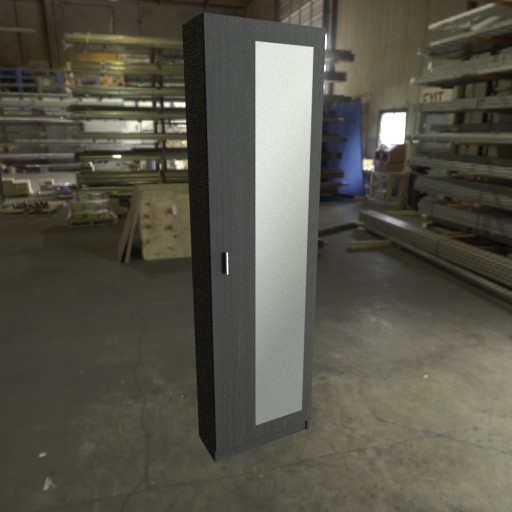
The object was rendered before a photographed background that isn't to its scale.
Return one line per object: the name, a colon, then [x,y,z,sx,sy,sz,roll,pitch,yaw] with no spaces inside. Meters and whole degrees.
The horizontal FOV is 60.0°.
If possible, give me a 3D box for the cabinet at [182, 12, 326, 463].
cabinet: [0.000,0.000,1.904,0.500,1.790,0.230,-8,18,-27]
